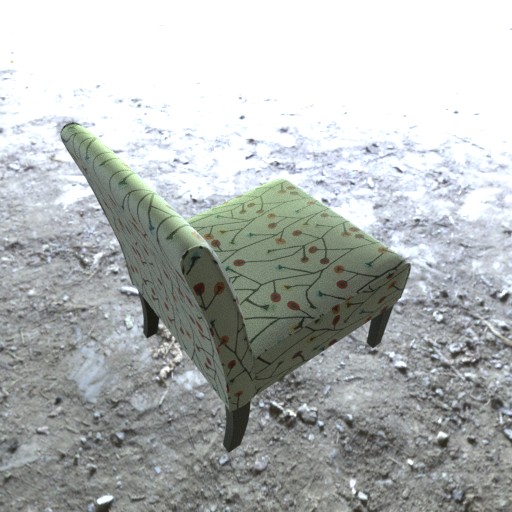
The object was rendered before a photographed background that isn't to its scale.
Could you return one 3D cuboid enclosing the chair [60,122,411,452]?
[{"bbox_3d":[0.000,0.000,1.299,0.732,0.813,0.597,-27,49,-27],"label":"chair"}]
